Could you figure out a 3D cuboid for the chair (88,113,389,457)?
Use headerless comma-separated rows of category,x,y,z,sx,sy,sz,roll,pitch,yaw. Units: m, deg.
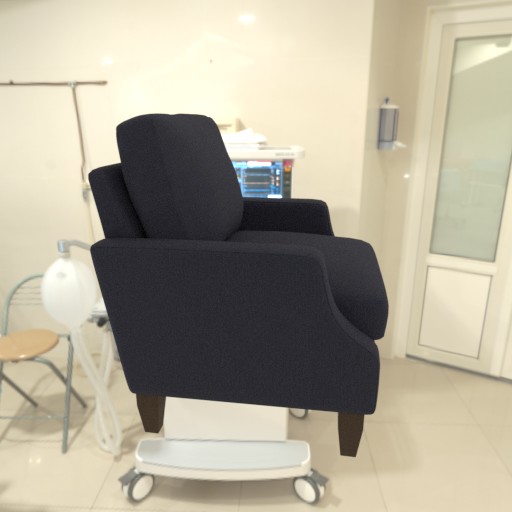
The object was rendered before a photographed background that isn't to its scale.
chair,0.000,0.000,1.618,0.897,0.991,0.855,3,18,9
